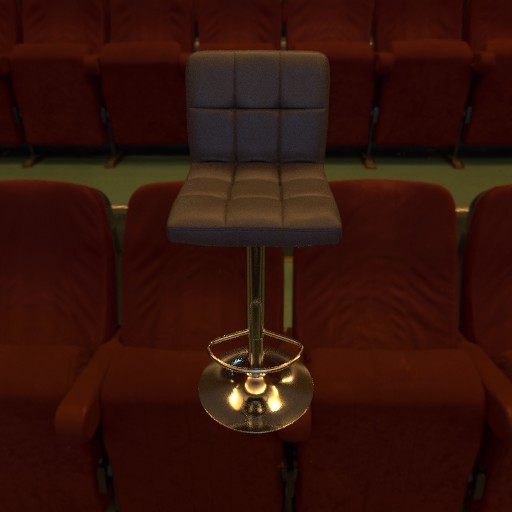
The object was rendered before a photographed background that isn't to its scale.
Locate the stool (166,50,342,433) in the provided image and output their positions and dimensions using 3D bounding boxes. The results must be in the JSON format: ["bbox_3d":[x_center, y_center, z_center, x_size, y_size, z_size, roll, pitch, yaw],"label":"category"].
[{"bbox_3d":[0.000,0.000,1.366,0.430,1.115,0.505,1,30,1],"label":"stool"}]
